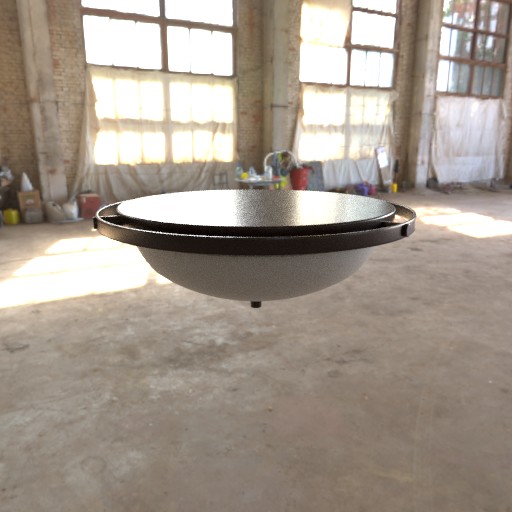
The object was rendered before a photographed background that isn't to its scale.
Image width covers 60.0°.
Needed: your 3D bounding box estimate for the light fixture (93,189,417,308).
[{"bbox_3d":[0.000,0.000,0.542,0.361,0.130,0.361,0,14,0],"label":"light fixture"}]
